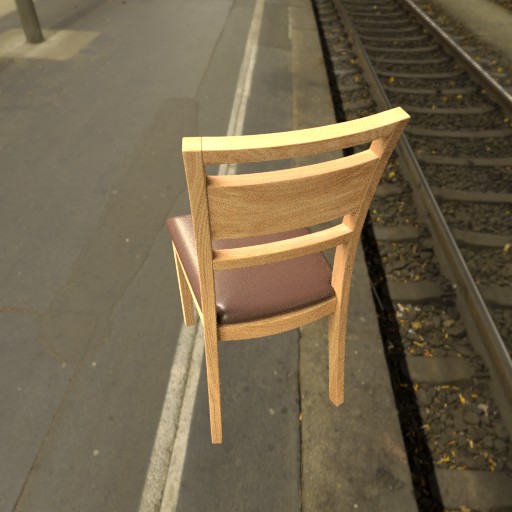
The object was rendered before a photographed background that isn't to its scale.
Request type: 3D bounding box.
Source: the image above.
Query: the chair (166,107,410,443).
[{"bbox_3d":[0.000,0.000,1.198,0.420,0.940,0.545,-12,42,-14],"label":"chair"}]
